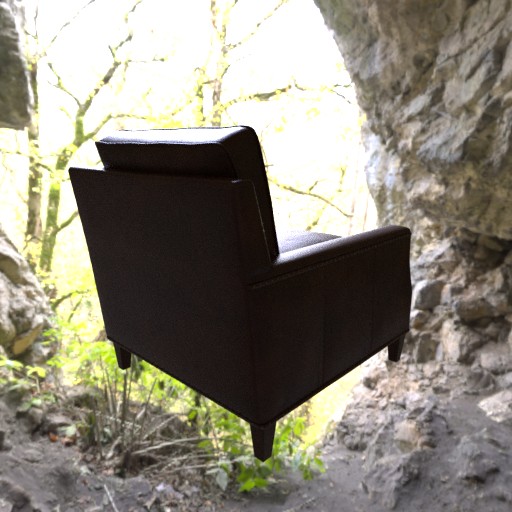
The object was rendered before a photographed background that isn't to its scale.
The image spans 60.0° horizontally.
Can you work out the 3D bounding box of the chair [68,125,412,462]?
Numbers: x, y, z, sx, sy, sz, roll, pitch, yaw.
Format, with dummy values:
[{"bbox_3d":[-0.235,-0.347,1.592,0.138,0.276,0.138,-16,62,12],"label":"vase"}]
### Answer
[{"bbox_3d":[0.000,0.000,1.689,0.853,0.929,1.014,13,20,42],"label":"chair"}]
